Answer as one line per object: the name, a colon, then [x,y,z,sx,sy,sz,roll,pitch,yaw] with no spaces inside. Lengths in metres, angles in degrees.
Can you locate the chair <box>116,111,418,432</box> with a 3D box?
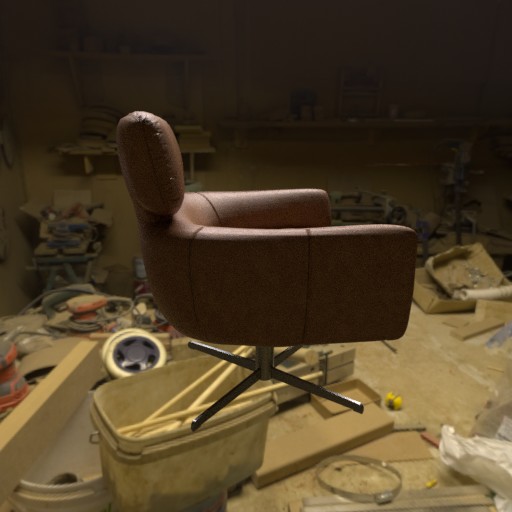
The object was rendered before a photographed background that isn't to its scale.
chair: [0.000,0.000,1.315,0.715,0.812,0.706,-3,16,-9]
